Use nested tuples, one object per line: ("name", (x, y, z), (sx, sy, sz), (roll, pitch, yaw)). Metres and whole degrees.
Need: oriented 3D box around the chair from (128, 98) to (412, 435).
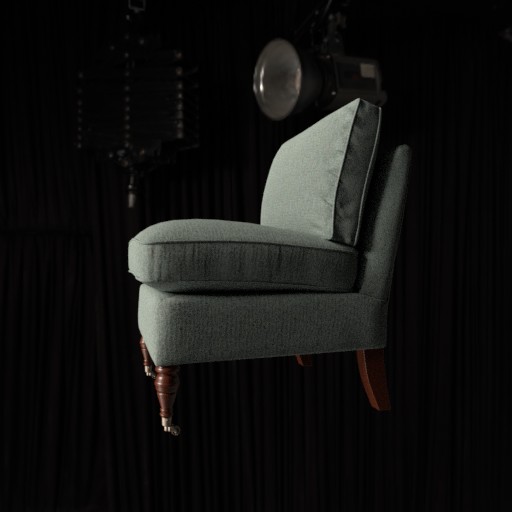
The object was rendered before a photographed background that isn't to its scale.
("chair", (0.000, 0.000, 1.468), (0.796, 0.901, 0.624), (0, 1, -19))
